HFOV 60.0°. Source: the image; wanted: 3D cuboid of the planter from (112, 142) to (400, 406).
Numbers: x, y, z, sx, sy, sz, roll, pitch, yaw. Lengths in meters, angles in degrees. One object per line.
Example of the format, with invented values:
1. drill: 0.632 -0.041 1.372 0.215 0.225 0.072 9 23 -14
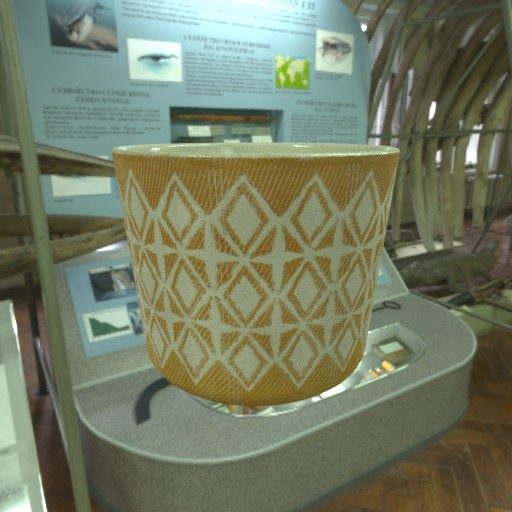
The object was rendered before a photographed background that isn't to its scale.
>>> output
1. planter: 0.000 0.000 0.218 0.126 0.104 0.126 0 16 0
